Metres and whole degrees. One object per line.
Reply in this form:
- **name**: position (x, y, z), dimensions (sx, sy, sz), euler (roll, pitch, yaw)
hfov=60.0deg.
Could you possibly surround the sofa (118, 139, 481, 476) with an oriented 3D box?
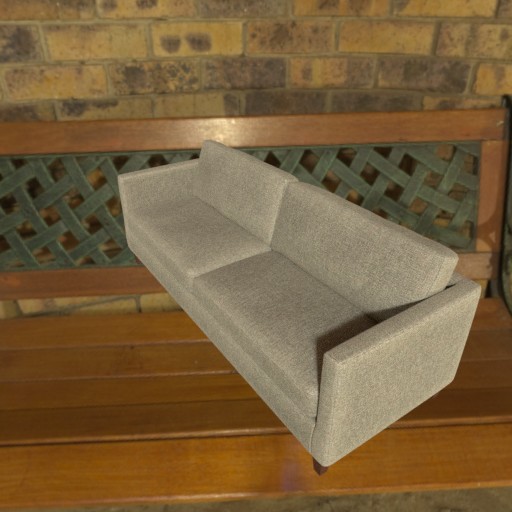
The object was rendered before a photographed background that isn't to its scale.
- **sofa**: position (0.000, 0.000, 2.827), dimensions (0.948, 0.951, 2.434), euler (-19, 35, -29)
